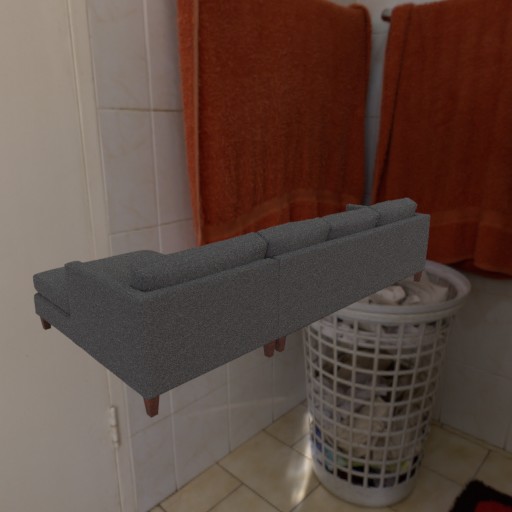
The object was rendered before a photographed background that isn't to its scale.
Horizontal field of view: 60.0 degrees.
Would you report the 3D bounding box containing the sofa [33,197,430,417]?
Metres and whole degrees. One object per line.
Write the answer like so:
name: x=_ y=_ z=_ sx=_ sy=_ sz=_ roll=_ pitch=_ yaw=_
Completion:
sofa: x=0.000 y=0.000 z=3.846 sx=3.186 sy=0.846 sz=1.625 roll=-15 pitch=22 yaw=-42
